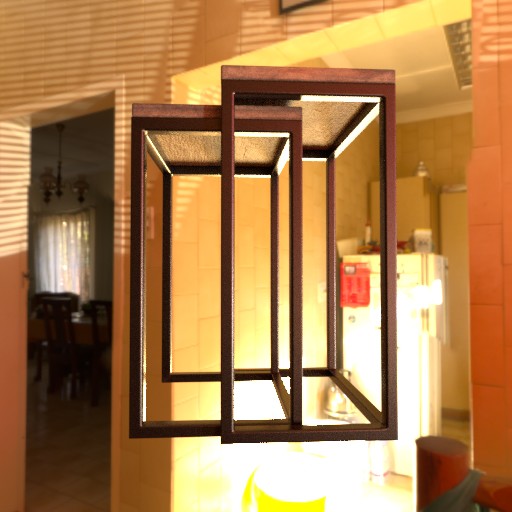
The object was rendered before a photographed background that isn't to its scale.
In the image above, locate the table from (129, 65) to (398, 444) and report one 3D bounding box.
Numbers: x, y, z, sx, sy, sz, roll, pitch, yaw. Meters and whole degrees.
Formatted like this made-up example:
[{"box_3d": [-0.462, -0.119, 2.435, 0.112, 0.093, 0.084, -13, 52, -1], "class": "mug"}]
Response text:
[{"box_3d": [0.000, 0.000, 0.945, 0.460, 0.615, 0.456, 0, -1, -1], "class": "table"}]
